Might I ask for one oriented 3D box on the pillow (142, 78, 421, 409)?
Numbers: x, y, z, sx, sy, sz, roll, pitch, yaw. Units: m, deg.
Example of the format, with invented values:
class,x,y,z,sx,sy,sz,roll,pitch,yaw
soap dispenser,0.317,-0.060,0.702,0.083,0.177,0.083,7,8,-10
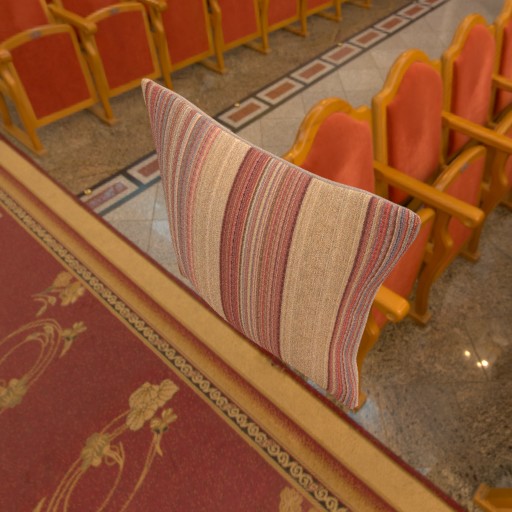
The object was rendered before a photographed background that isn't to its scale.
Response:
class,x,y,z,sx,sy,sz,roll,pitch,yaw
pillow,0.000,0.000,0.666,0.437,0.419,0.136,34,56,28
